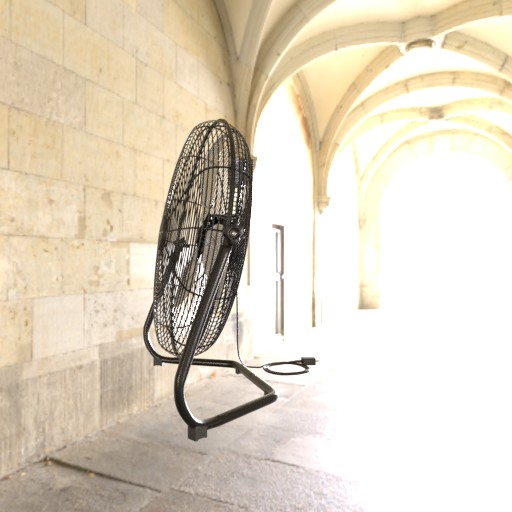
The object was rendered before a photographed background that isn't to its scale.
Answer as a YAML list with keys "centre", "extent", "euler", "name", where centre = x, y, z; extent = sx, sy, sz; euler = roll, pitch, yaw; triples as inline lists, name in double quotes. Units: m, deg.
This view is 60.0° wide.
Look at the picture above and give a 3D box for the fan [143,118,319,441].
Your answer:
- centre: [0.000, 0.000, 1.046]
  extent: [0.470, 0.605, 0.595]
  euler: [0, -1, -19]
  name: "fan"
